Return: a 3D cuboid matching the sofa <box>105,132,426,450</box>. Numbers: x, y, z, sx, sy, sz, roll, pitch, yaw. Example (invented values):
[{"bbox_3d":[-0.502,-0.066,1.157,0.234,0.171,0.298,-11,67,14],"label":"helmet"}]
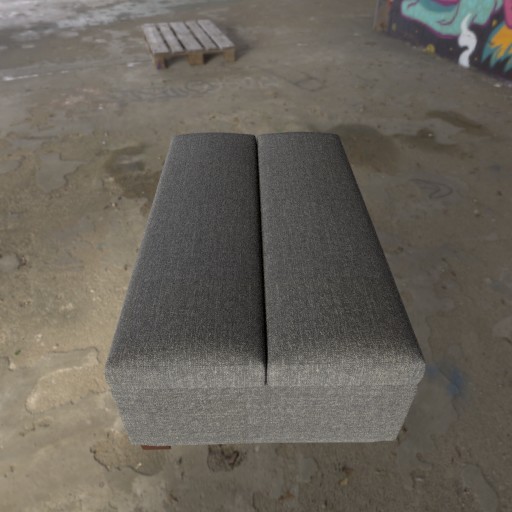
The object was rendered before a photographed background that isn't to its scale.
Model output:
[{"bbox_3d":[0.000,0.000,1.561,0.782,0.417,1.198,-1,40,-1],"label":"sofa"}]
